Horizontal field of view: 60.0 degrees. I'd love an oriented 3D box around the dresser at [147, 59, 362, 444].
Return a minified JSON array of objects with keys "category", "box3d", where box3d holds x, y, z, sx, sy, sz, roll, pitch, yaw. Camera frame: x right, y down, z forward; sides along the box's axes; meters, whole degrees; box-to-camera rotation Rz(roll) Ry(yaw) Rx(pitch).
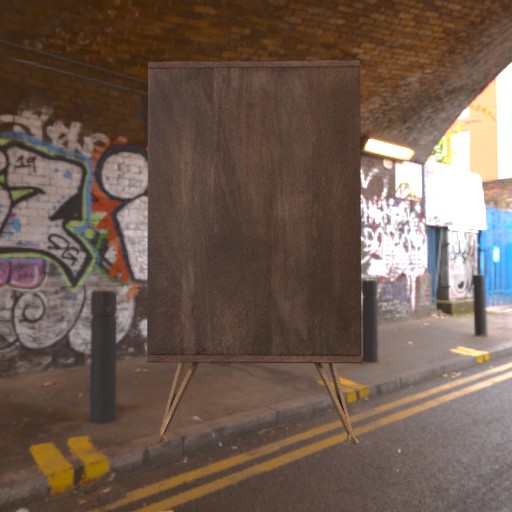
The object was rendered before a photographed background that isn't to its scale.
[{"category":"dresser","box3d":[0.000,0.000,1.381,0.453,0.801,0.923,0,-1,1]}]
